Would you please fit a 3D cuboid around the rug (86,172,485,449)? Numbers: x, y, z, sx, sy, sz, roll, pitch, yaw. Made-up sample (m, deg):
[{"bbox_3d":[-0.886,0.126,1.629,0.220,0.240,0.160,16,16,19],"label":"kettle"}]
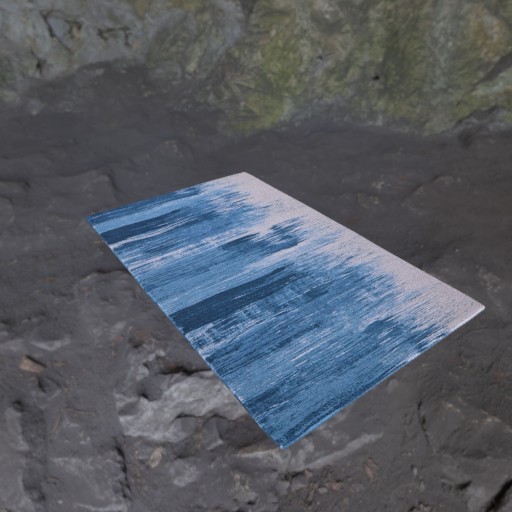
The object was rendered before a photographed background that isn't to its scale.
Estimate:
[{"bbox_3d":[0.000,0.000,3.002,1.540,0.027,2.450,-22,39,-29],"label":"rug"}]
